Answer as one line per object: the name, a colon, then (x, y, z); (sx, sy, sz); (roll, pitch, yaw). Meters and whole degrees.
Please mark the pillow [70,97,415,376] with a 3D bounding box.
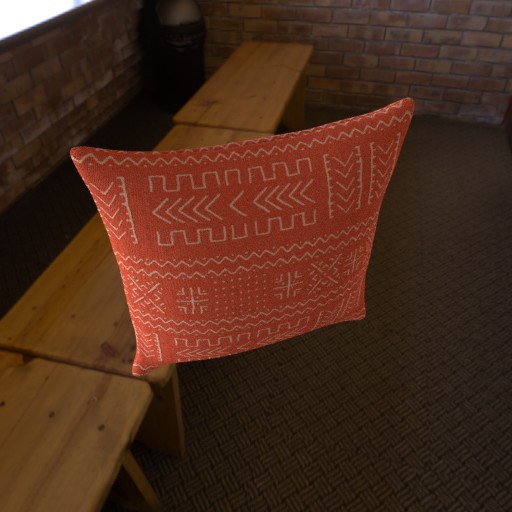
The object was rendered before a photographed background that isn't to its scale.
pillow: (0.000, 0.000, 0.666); (0.438, 0.429, 0.164); (-12, 43, -13)
